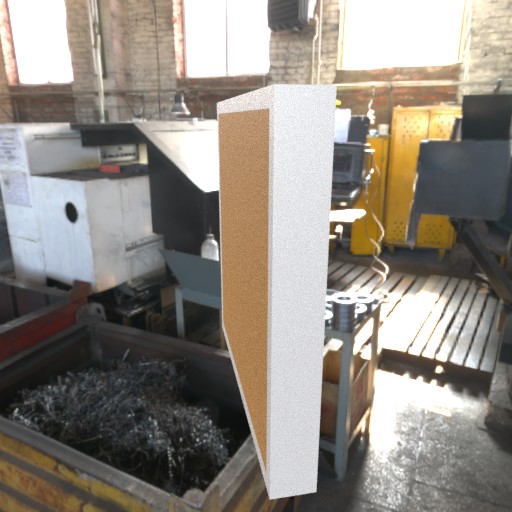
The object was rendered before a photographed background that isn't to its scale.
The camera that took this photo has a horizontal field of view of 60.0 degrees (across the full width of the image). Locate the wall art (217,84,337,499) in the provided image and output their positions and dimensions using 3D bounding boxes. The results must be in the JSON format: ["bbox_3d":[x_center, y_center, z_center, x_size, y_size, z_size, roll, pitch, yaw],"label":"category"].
[{"bbox_3d":[0.000,0.000,0.446,0.038,0.302,0.305,-3,17,-11],"label":"wall art"}]
